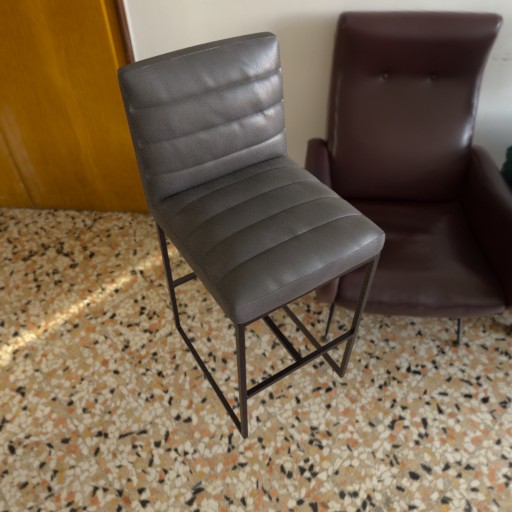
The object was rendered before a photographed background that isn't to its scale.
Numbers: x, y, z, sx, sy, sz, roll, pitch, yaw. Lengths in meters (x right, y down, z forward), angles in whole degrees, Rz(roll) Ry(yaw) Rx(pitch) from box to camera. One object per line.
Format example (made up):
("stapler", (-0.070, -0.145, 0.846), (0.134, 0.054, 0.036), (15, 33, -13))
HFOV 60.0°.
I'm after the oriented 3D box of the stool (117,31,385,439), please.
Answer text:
("stool", (0.000, 0.000, 1.337), (0.463, 1.065, 0.562), (-25, 51, -22))
